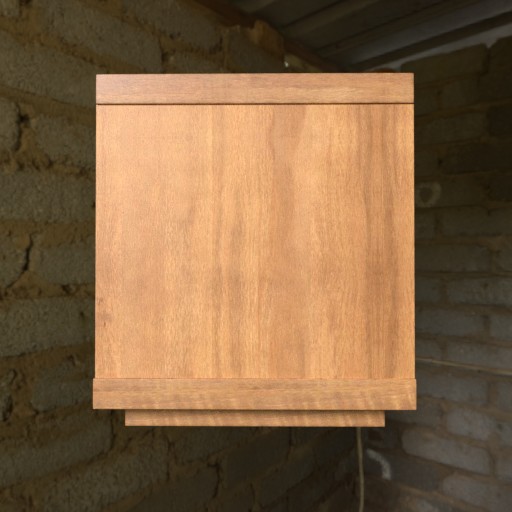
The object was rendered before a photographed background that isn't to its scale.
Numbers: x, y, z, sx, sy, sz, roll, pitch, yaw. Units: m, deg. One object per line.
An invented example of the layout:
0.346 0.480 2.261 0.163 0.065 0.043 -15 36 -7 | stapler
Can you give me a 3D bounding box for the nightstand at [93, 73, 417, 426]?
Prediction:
0.000 0.000 0.844 0.436 0.491 0.493 0 -1 1 | nightstand
